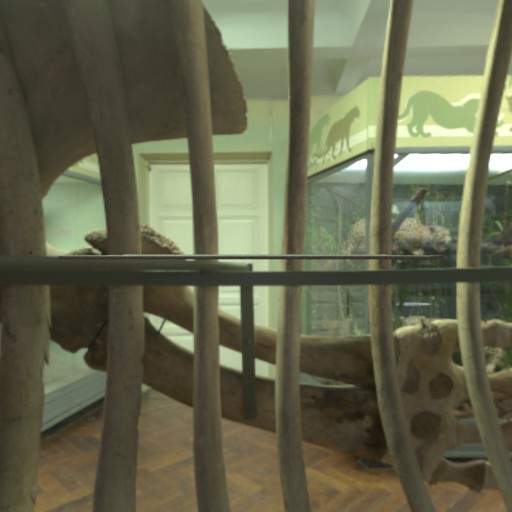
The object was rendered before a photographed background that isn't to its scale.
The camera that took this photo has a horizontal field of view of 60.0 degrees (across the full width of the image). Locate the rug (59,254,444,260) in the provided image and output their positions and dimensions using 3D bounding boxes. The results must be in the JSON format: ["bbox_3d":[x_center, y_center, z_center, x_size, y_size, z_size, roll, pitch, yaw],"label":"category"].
[{"bbox_3d":[0.000,0.000,2.901,1.540,0.021,2.290,0,0,2],"label":"rug"}]
